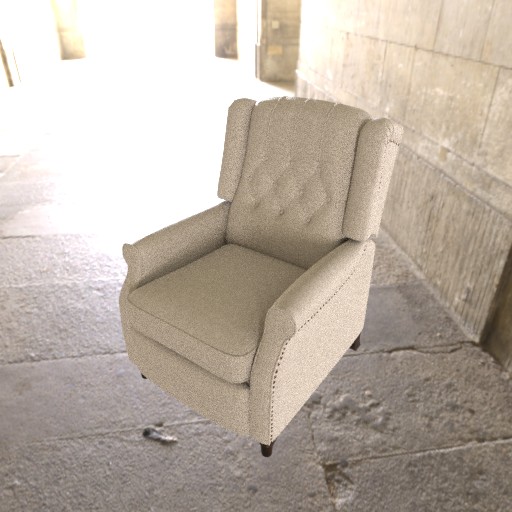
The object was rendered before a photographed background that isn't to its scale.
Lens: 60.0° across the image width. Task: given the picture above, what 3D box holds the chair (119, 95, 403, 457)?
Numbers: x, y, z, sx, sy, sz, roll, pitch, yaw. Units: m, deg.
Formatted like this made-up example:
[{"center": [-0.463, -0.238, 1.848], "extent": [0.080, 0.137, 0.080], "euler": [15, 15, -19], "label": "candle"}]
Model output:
[{"center": [0.000, 0.000, 1.666], "extent": [0.742, 1.035, 0.902], "euler": [20, 36, 31], "label": "chair"}]
